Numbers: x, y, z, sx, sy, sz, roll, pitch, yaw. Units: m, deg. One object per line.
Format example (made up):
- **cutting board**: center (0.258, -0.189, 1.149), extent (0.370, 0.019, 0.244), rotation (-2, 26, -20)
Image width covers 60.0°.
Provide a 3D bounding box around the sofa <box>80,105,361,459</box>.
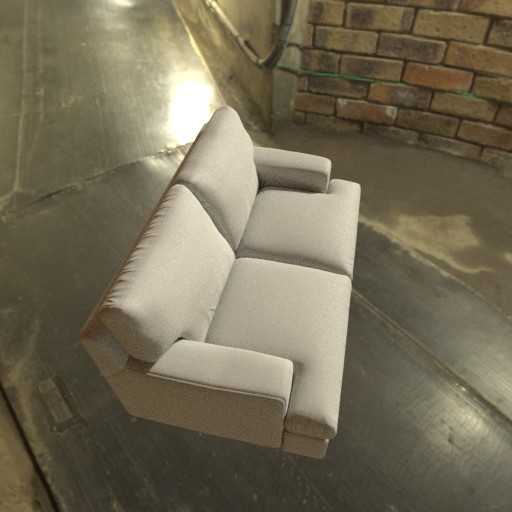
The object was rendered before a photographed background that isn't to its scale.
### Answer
- **sofa**: center (0.000, 0.000, 2.587), extent (1.143, 0.940, 1.880), rotation (9, 47, 9)
